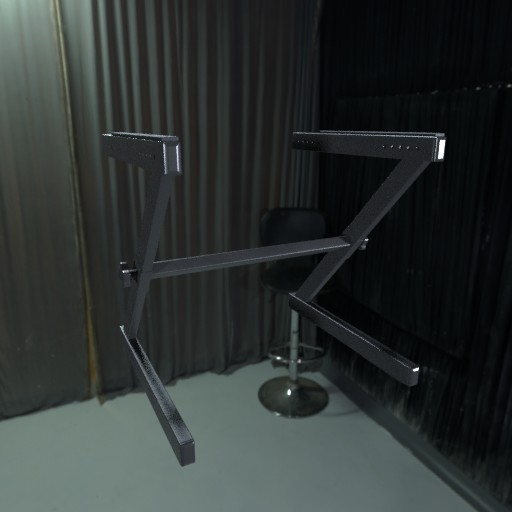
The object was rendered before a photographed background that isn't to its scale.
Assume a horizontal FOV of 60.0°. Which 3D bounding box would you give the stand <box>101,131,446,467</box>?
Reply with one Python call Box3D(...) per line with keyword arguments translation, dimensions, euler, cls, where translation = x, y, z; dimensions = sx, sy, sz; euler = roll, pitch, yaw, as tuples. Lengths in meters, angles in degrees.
Box3D(translation=(0.000, 0.000, 1.149), dimensions=(0.700, 0.617, 0.586), euler=(-8, 18, -26), cls="stand")
